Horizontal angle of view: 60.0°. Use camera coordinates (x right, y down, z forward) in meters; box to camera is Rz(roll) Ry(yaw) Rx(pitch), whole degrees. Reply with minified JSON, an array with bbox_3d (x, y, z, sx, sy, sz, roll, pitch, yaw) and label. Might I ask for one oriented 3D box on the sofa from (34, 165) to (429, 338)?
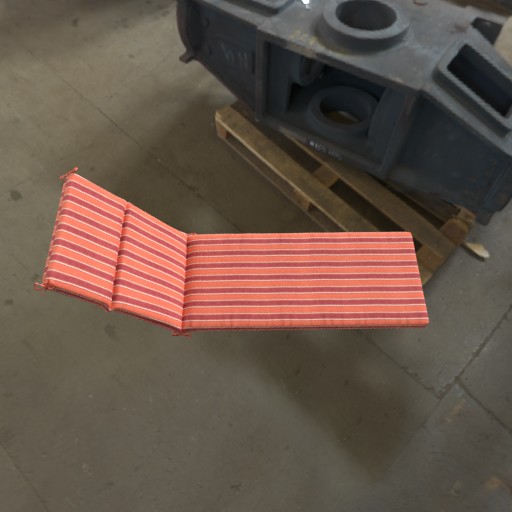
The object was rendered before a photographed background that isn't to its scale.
[{"bbox_3d":[0.000,0.000,2.014,1.663,0.622,0.582,-1,63,0],"label":"sofa"}]
